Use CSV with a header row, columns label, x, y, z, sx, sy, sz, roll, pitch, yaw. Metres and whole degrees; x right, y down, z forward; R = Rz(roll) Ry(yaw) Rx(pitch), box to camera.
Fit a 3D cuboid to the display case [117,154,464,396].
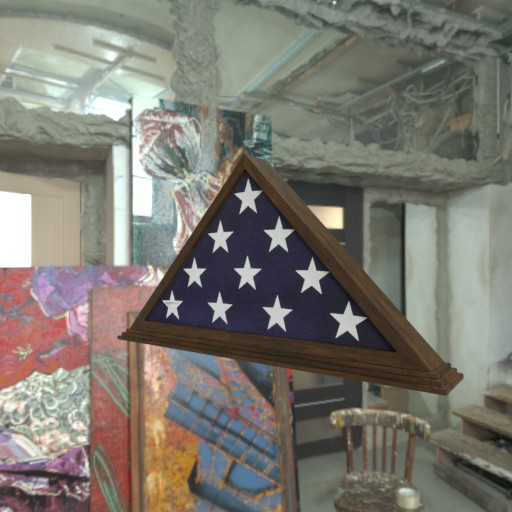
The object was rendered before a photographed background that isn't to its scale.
label,x,y,z,sx,sy,sz,roll,pitch,yaw
display case,0.000,0.000,0.763,0.640,0.340,0.095,0,-1,36
